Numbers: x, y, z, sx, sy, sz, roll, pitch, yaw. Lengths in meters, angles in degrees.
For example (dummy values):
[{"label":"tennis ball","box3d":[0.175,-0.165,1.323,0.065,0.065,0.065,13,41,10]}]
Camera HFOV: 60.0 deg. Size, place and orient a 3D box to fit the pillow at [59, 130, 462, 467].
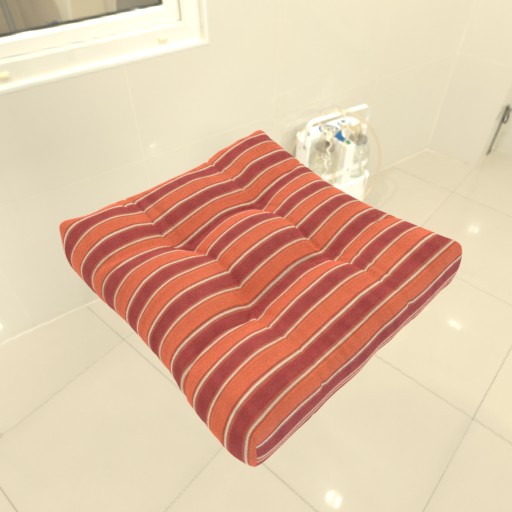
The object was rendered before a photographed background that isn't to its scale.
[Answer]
[{"label":"pillow","box3d":[0.000,0.000,0.730,0.468,0.133,0.490,-33,54,-28]}]
